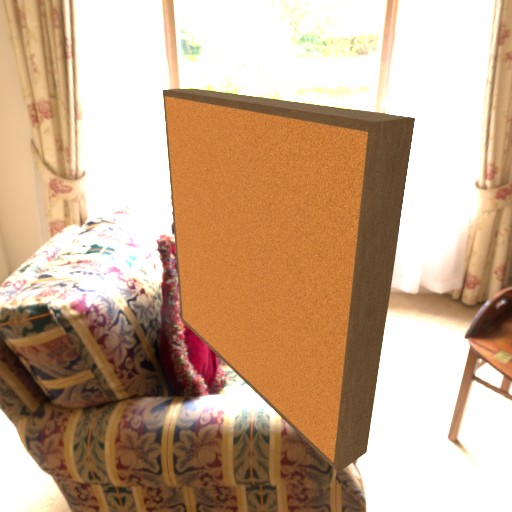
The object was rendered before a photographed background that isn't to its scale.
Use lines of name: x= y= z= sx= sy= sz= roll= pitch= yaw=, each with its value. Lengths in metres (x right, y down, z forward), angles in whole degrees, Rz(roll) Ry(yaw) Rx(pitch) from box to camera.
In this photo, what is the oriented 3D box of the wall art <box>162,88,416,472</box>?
wall art: x=0.000 y=0.000 z=0.452 sx=0.038 sy=0.302 sz=0.303 roll=-17 pitch=30 yaw=-32
